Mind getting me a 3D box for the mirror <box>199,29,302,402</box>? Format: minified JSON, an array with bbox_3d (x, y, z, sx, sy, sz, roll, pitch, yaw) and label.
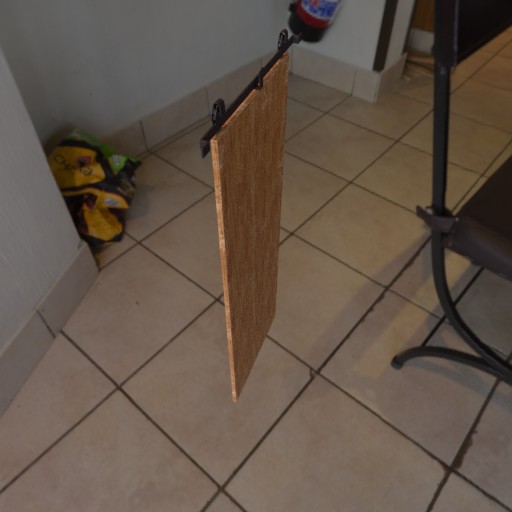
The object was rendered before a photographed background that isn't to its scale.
[{"bbox_3d":[0.000,0.000,2.046,0.042,1.793,0.847,16,49,15],"label":"mirror"}]
